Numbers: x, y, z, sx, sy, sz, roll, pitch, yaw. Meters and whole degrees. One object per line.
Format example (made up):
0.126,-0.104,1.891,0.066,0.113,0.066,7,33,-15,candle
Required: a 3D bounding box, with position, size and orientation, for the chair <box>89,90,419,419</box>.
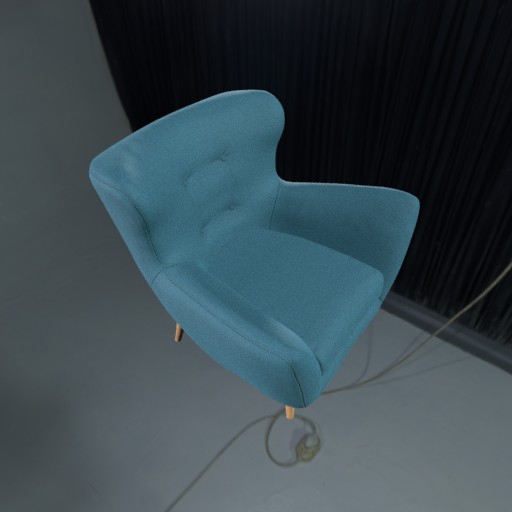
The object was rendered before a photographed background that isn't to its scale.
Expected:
0.000,0.000,1.635,0.889,0.889,0.890,26,48,26,chair
